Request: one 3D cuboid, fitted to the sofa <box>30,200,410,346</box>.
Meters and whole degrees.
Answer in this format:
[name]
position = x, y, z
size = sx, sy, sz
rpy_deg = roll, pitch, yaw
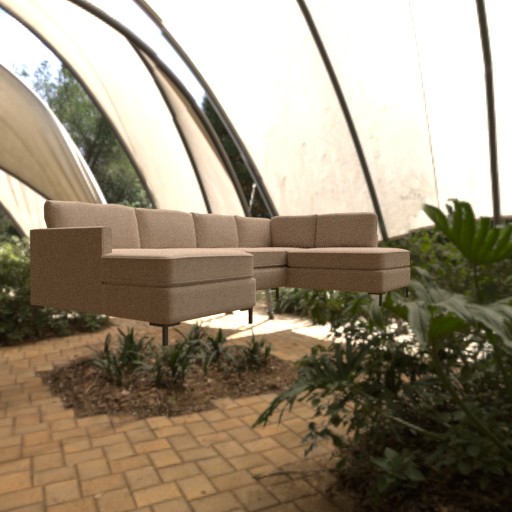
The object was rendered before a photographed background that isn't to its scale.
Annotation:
[sofa]
position = 0.000, 0.000, 4.295
size = 2.021, 0.996, 3.423
rpy_deg = 1, 2, 34
